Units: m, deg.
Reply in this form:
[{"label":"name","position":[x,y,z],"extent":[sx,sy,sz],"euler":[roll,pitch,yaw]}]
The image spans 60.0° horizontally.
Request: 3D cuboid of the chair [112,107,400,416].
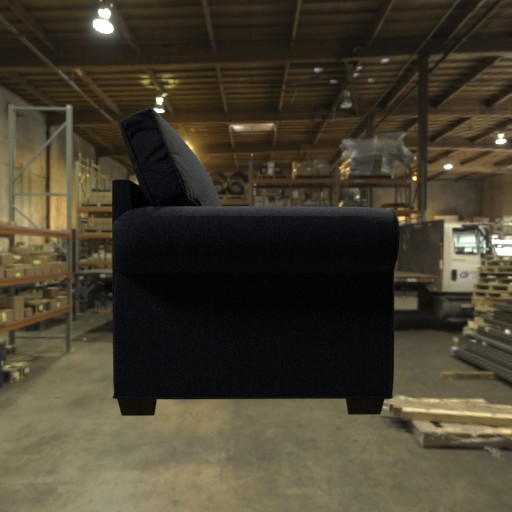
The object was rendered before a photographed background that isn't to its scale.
[{"label":"chair","position":[0.000,0.000,2.004],"extent":[0.963,1.044,1.285],"euler":[0,1,-1]}]
